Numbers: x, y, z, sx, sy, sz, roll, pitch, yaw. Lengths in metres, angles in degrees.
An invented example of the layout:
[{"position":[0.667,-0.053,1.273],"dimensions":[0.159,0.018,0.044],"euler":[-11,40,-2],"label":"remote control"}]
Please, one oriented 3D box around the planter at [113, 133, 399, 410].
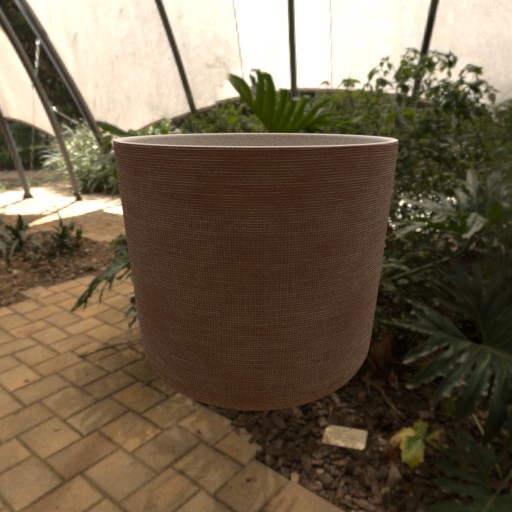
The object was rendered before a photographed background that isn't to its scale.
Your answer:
[{"position":[0.000,0.000,0.773],"dimensions":[0.440,0.398,0.440],"euler":[0,17,0],"label":"planter"}]
